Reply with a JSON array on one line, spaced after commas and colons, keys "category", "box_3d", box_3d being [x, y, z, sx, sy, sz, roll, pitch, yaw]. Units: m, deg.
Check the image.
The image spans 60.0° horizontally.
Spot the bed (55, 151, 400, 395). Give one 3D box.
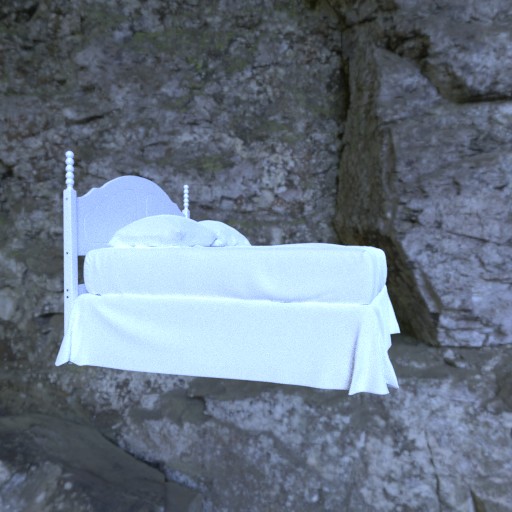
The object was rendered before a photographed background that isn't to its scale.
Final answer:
[{"category": "bed", "box_3d": [0.000, 0.000, 3.292, 2.040, 1.356, 1.873, 0, 1, 18]}]
